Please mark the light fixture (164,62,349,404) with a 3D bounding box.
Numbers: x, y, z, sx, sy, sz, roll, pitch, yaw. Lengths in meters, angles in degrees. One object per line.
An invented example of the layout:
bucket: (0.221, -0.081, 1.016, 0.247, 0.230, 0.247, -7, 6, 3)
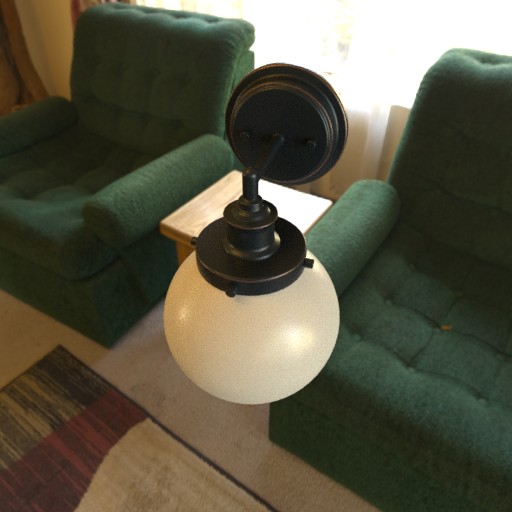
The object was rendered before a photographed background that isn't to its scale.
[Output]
light fixture: (0.000, 0.000, 0.472, 0.197, 0.332, 0.230, 11, 41, 13)
